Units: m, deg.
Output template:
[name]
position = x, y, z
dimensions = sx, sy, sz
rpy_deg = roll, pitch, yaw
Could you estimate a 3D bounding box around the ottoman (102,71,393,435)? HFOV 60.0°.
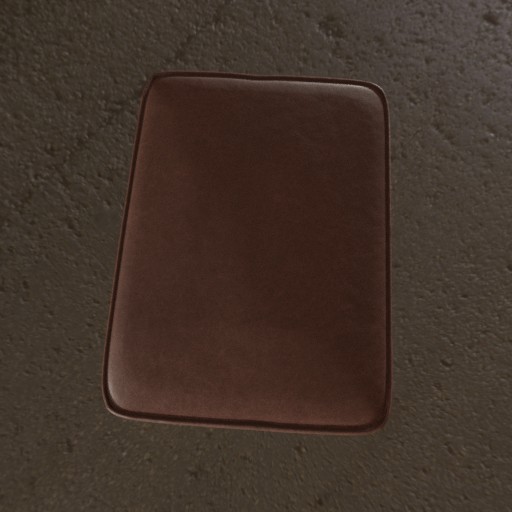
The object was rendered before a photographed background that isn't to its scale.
[ottoman]
position = 0.000, 0.000, 1.068
dimensions = 0.548, 0.449, 0.749
rpy_deg = 3, 76, 1
